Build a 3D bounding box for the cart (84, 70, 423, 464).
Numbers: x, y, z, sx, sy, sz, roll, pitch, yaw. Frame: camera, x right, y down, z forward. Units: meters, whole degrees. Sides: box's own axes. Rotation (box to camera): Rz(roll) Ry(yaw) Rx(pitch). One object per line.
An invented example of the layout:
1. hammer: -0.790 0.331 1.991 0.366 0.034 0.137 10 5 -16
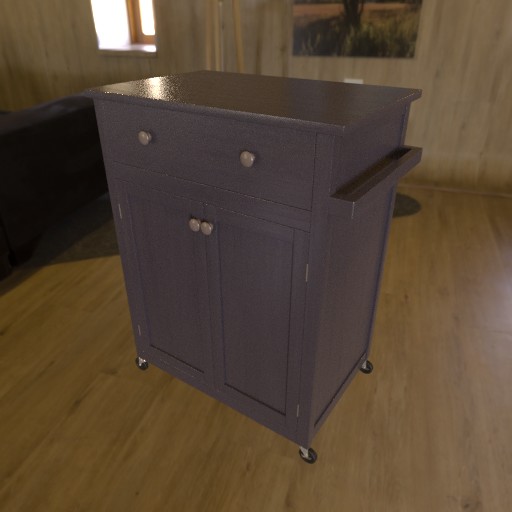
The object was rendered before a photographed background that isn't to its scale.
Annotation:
1. cart: 0.000 0.000 1.237 0.690 0.878 0.449 18 34 29
